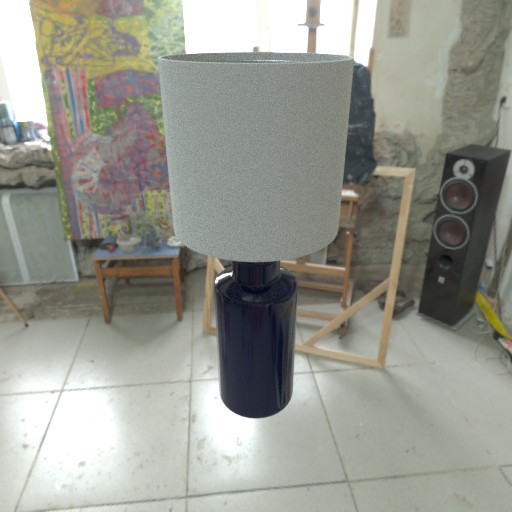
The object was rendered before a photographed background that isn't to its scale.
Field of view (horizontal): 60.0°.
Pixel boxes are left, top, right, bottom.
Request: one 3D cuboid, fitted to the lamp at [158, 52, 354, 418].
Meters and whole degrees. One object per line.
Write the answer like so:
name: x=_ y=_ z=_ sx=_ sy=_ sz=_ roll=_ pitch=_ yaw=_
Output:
lamp: x=0.000 y=0.000 z=0.599 sx=0.212 sy=0.493 sz=0.212 roll=-18 pitch=32 yaw=-31
